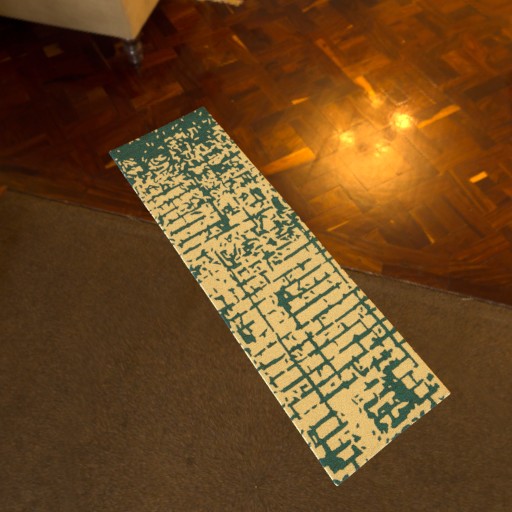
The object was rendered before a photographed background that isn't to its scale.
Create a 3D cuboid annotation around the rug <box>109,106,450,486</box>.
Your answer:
[{"bbox_3d":[0.000,0.000,2.636,0.750,0.011,2.435,-31,67,-15],"label":"rug"}]
